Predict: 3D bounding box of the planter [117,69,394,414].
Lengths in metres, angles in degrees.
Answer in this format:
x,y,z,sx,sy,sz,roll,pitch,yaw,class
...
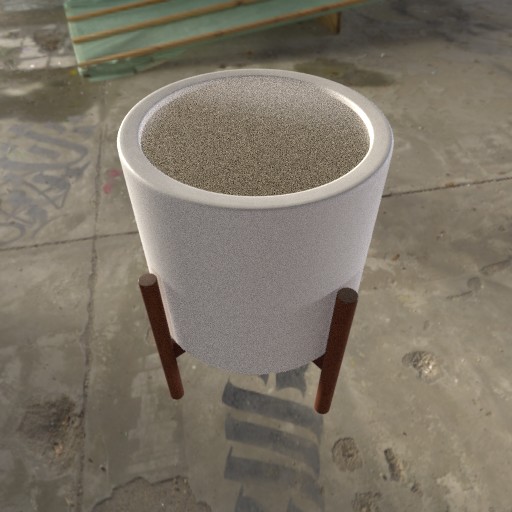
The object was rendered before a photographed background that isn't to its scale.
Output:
x,y,z,sx,sy,sz,roll,pitch,yaw,class
0.000,0.000,0.890,0.420,0.581,0.421,6,46,6,planter
